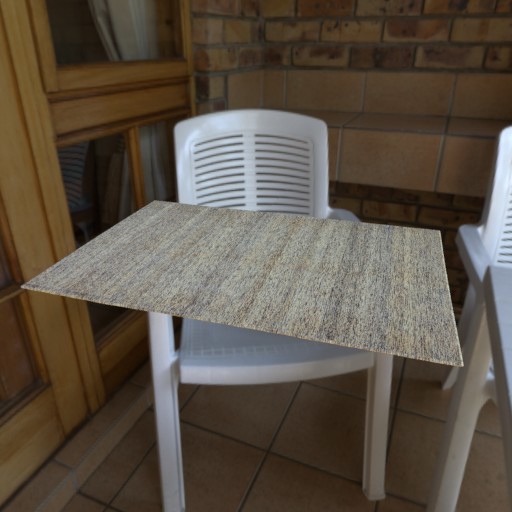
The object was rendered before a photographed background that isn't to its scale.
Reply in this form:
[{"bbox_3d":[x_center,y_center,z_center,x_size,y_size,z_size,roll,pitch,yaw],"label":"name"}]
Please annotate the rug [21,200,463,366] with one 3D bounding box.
[{"bbox_3d":[0.000,0.000,2.273,1.846,0.014,1.243,8,27,15],"label":"rug"}]
